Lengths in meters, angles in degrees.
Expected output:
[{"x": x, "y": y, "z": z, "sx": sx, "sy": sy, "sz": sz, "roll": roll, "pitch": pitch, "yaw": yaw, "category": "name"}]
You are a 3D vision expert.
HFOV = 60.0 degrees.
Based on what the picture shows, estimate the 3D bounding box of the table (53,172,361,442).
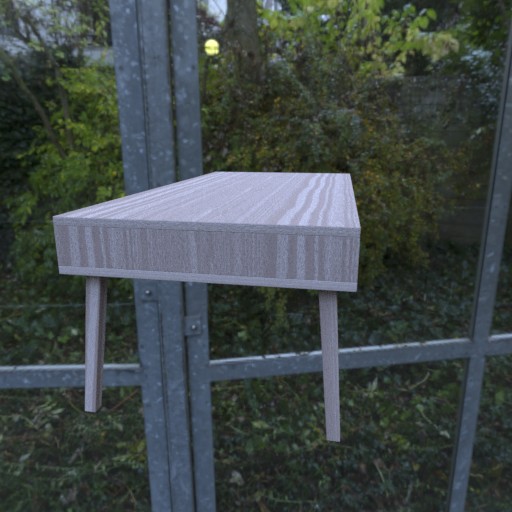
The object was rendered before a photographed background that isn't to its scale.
[{"x": 0.000, "y": 0.000, "z": 1.456, "sx": 0.600, "sy": 0.450, "sz": 1.200, "roll": 3, "pitch": 15, "yaw": 10, "category": "table"}]
